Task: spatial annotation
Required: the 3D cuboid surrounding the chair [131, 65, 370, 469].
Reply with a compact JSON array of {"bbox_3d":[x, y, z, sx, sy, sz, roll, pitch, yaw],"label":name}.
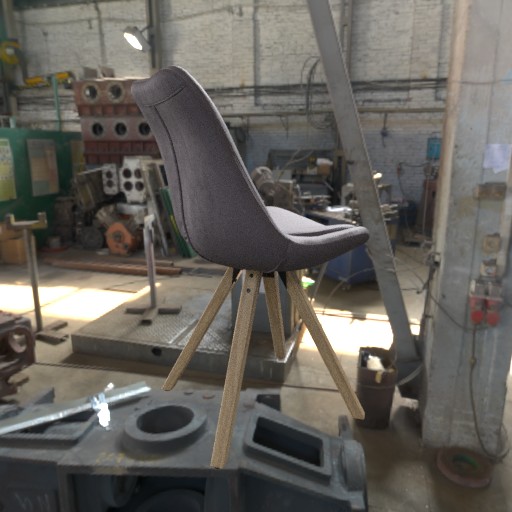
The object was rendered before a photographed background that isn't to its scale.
[{"bbox_3d":[0.000,0.000,1.171,0.547,0.865,0.483,-8,16,-28],"label":"chair"}]
